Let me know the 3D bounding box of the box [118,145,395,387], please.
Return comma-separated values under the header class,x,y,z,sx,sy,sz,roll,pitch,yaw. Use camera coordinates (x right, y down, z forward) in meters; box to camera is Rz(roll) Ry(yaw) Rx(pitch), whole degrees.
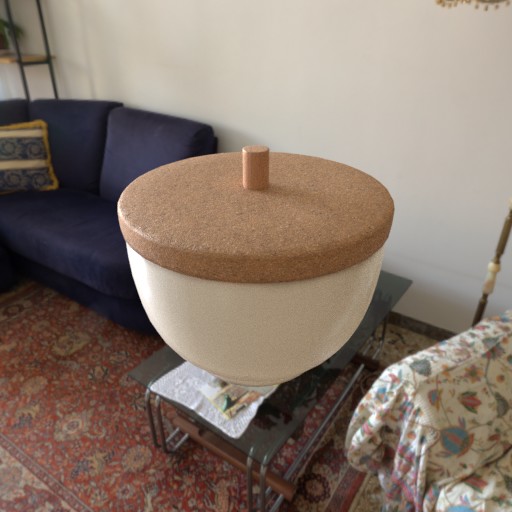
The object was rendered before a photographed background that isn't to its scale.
class,x,y,z,sx,sy,sz,roll,pitch,yaw
box,0.000,0.000,0.192,0.107,0.094,0.107,0,30,0
